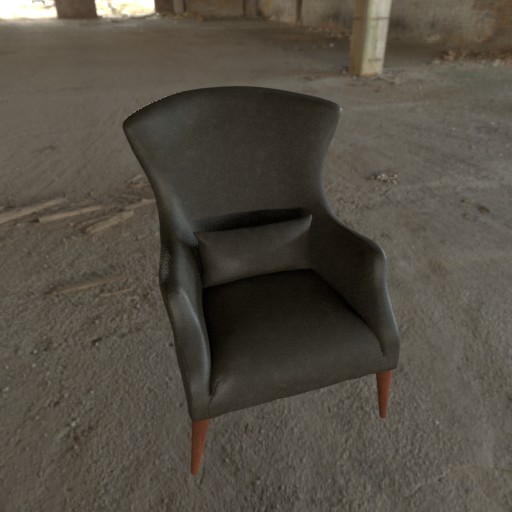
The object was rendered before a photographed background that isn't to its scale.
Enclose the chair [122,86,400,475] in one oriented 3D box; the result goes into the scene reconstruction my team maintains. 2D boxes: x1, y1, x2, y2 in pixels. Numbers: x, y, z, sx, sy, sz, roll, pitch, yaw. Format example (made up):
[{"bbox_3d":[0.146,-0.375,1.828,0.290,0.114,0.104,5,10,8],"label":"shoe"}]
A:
[{"bbox_3d":[0.000,0.000,1.688,0.819,1.068,0.954,-10,32,-16],"label":"chair"}]
